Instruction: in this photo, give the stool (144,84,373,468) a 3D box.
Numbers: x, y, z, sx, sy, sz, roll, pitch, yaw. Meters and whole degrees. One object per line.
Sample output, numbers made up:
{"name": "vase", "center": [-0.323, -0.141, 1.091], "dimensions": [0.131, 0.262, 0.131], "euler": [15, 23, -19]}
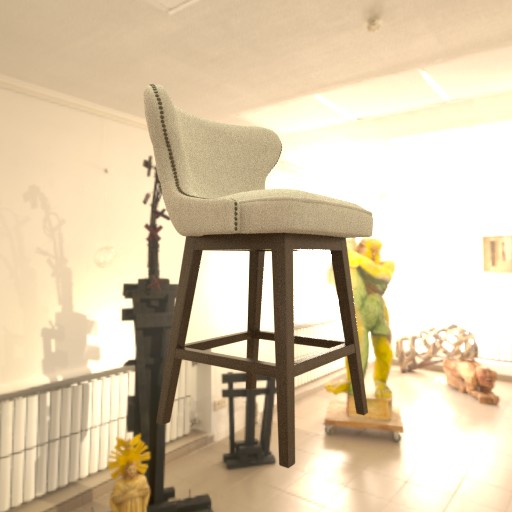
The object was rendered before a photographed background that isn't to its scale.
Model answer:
{"name": "stool", "center": [0.000, 0.000, 1.350], "dimensions": [0.597, 0.972, 0.615], "euler": [0, 0, 37]}
